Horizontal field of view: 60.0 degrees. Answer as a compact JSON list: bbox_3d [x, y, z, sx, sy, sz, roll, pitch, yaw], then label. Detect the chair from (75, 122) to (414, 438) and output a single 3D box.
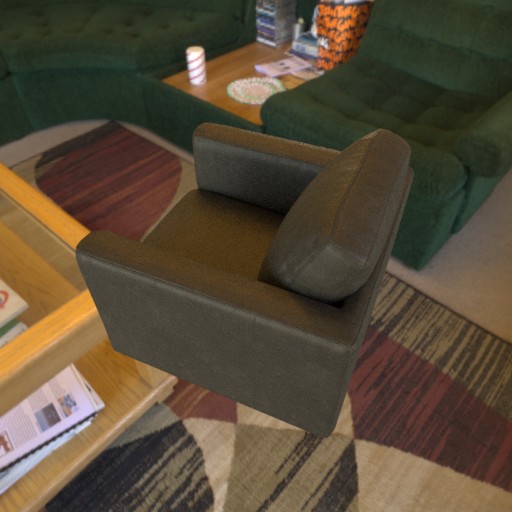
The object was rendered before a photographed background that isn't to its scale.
[{"bbox_3d":[0.000,0.000,1.588,0.879,0.898,0.831,18,49,16],"label":"chair"}]
